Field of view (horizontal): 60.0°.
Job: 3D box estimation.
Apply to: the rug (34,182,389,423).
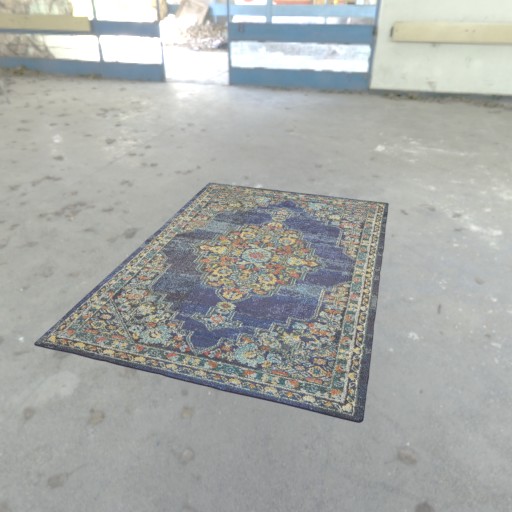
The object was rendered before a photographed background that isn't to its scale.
[{"bbox_3d":[0.000,0.000,3.744,2.053,0.011,2.940,9,32,15],"label":"rug"}]
